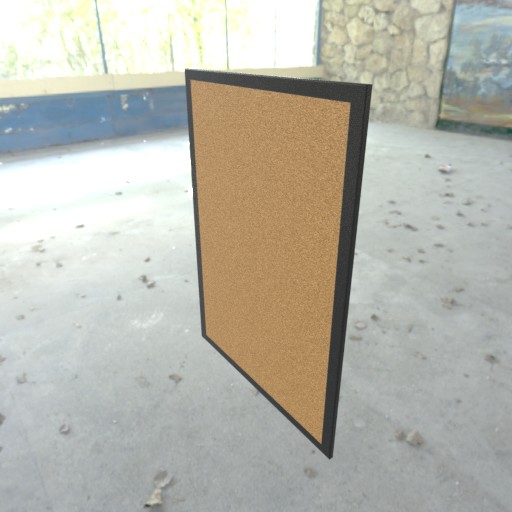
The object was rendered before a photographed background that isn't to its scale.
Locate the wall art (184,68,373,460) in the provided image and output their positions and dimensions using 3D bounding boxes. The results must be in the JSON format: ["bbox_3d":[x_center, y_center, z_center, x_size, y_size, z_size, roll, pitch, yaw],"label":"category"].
[{"bbox_3d":[0.000,0.000,1.274,0.013,0.967,0.707,-17,31,-32],"label":"wall art"}]
